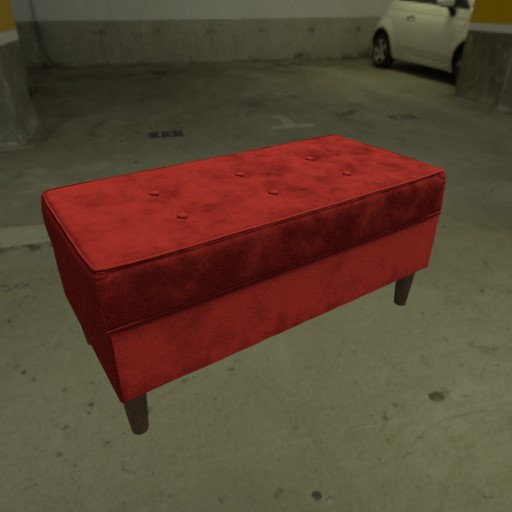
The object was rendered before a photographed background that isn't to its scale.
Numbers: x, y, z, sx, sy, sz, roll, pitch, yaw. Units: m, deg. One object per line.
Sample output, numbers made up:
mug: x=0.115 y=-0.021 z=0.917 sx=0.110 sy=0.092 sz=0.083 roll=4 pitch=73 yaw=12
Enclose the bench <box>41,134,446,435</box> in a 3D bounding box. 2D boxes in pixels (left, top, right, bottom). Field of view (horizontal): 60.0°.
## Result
bench: x=0.000 y=0.000 z=1.290 sx=1.016 sy=0.471 sz=0.492 roll=-18 pitch=35 yaw=-29
